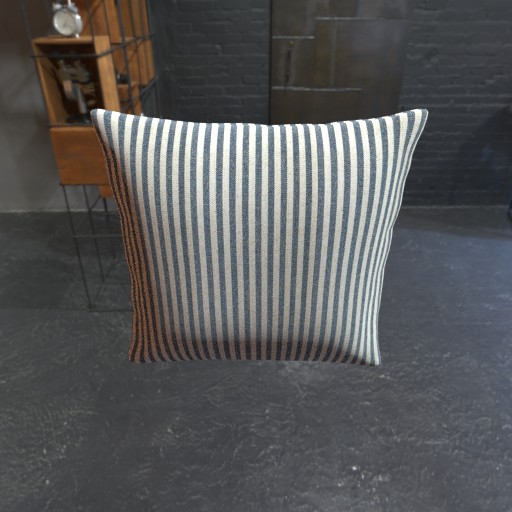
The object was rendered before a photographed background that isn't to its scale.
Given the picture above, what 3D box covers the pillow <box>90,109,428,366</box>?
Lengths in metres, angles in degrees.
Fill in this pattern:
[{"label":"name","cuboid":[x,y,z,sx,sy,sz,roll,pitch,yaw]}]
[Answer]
[{"label":"pillow","cuboid":[0.000,0.000,0.797,0.523,0.510,0.166,0,30,0]}]
